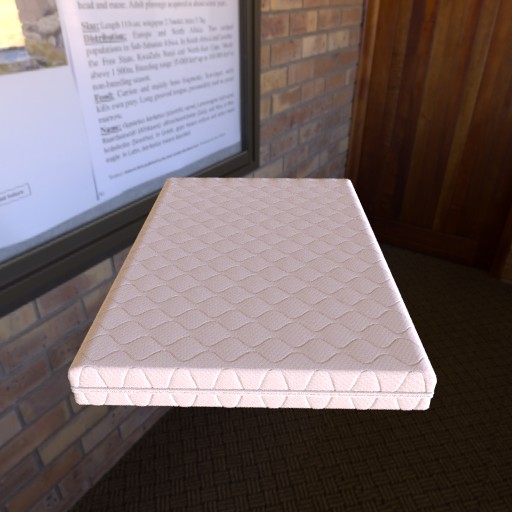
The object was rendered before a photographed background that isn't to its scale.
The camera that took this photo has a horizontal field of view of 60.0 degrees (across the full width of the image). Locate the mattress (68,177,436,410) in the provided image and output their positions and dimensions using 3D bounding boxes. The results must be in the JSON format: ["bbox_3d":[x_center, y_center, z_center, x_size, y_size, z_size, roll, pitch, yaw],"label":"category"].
[{"bbox_3d":[0.000,0.000,2.546,1.400,0.200,2.000,1,31,1],"label":"mattress"}]
